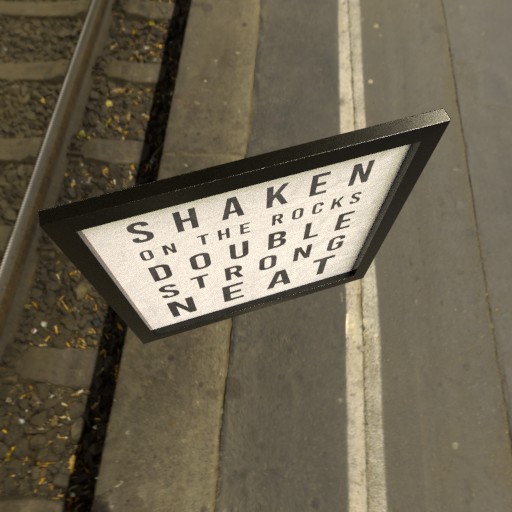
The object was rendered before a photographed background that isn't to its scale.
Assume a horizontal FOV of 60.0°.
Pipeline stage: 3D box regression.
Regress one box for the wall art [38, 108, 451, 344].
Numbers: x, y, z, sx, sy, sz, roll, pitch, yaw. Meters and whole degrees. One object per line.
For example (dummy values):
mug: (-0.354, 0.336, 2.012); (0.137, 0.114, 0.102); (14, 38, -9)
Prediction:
wall art: (0.000, 0.000, 0.519); (0.349, 0.349, 0.014); (-16, 65, -8)
